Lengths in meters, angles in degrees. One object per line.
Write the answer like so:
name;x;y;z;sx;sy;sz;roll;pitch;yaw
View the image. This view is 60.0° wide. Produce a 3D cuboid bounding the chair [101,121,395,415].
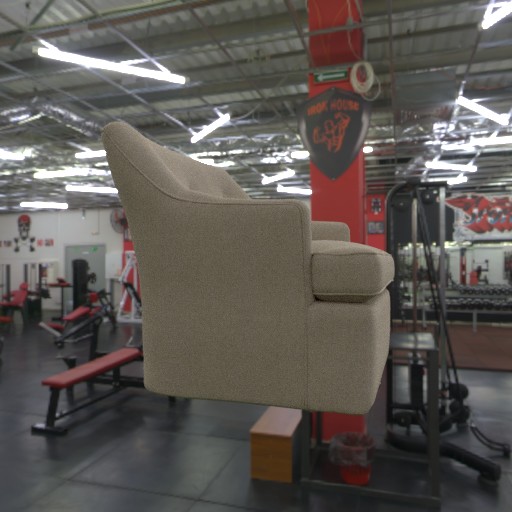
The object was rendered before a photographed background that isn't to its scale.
chair;0.000;0.000;1.588;0.923;0.856;0.864;0;0;20
